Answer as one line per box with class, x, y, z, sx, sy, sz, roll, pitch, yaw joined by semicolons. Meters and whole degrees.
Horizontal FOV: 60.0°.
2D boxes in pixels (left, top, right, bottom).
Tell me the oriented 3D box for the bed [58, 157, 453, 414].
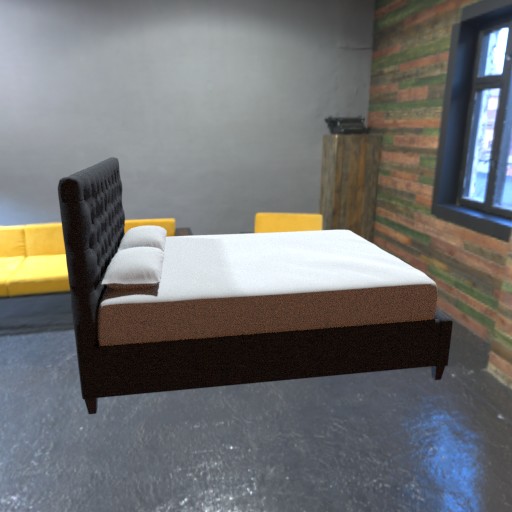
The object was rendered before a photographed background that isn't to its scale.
bed;0.000;0.000;3.450;2.387;1.427;1.698;-3;16;-9
